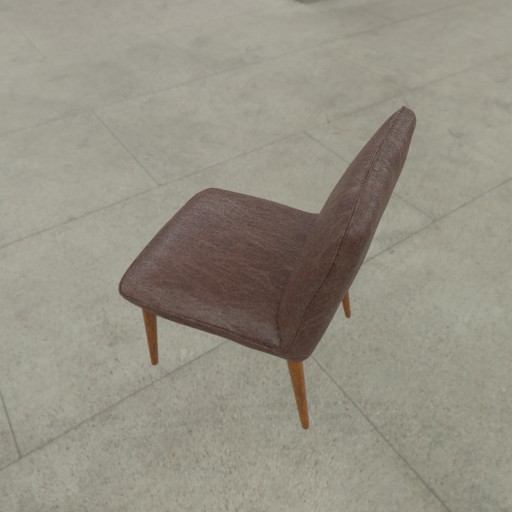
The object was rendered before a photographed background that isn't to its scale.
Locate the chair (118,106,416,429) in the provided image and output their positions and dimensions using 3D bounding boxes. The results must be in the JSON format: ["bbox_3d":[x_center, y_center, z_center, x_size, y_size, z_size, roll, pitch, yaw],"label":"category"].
[{"bbox_3d":[0.000,0.000,1.232,0.645,0.803,0.543,15,47,14],"label":"chair"}]
